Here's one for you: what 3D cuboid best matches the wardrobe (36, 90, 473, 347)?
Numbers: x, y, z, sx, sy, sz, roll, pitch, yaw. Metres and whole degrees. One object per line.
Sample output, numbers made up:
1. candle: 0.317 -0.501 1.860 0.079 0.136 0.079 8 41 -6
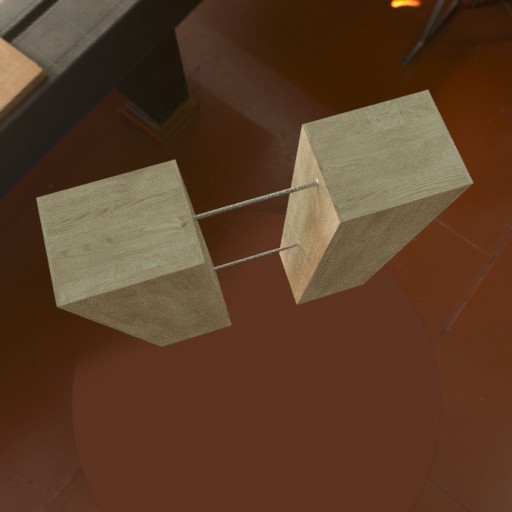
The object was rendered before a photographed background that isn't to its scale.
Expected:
1. wardrobe: 0.000 0.000 2.820 1.770 2.000 0.480 -17 75 -5
